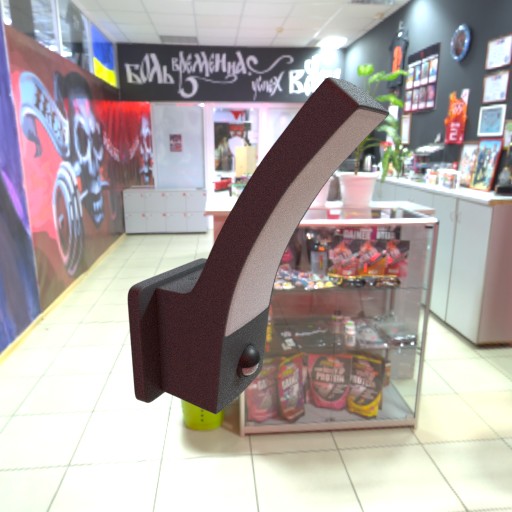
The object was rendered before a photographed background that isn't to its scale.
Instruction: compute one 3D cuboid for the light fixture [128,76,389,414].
[{"bbox_3d":[0.000,0.000,0.339,0.174,0.243,0.108,7,16,27],"label":"light fixture"}]
